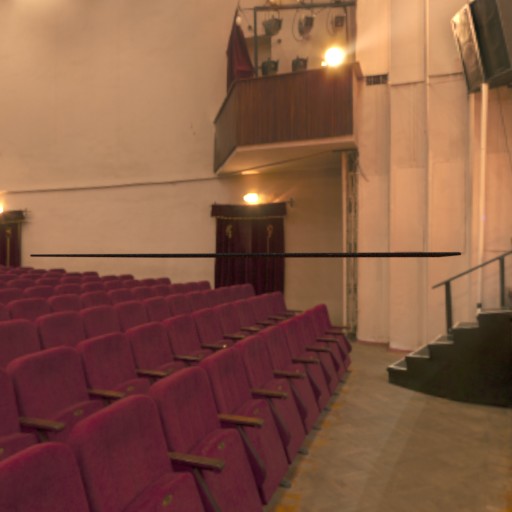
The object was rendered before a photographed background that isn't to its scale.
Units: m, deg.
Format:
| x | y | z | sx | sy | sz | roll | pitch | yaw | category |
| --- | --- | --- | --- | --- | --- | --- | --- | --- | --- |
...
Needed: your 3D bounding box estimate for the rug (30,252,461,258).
| x | y | z | sx | sy | sz | roll | pitch | yaw | category |
| --- | --- | --- | --- | --- | --- | --- | --- | --- | --- |
| 0.000 | 0.000 | 3.061 | 2.441 | 0.015 | 1.526 | 0 | -1 | 19 | rug |
